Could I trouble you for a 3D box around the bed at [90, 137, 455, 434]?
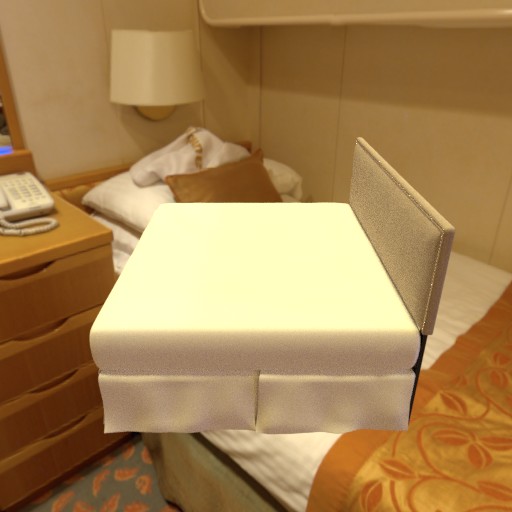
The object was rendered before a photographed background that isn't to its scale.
[{"bbox_3d":[0.000,0.000,3.345,1.914,1.346,2.170,0,27,0],"label":"bed"}]
